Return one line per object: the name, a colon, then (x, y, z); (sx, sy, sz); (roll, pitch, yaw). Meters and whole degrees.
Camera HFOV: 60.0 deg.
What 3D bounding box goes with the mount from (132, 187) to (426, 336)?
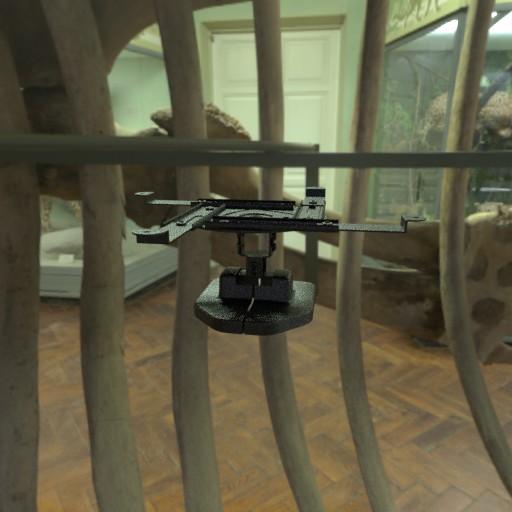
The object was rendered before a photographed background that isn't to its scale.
mount: (0.000, 0.000, 0.591); (0.394, 0.141, 0.394); (3, 16, 9)
